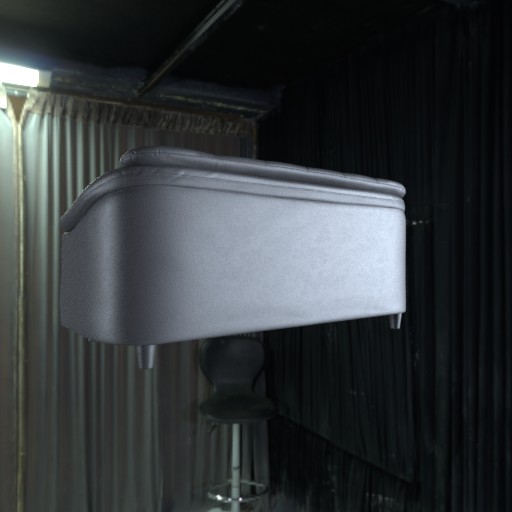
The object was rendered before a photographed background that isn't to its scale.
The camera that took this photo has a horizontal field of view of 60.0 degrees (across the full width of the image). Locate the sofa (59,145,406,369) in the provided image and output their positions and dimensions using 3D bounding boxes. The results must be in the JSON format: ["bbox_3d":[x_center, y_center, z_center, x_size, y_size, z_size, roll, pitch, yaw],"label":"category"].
[{"bbox_3d":[0.000,0.000,2.298,1.829,0.811,0.800,0,0,-36],"label":"sofa"}]
